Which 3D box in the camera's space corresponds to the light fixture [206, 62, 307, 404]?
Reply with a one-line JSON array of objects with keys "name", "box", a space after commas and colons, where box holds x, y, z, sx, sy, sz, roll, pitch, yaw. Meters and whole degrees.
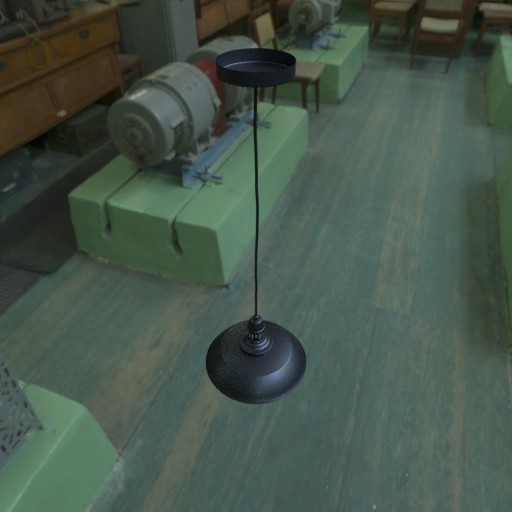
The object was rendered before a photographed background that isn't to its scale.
[{"name": "light fixture", "box": [0.000, 0.000, 1.178, 0.331, 0.993, 0.331, 12, 41, 14]}]
